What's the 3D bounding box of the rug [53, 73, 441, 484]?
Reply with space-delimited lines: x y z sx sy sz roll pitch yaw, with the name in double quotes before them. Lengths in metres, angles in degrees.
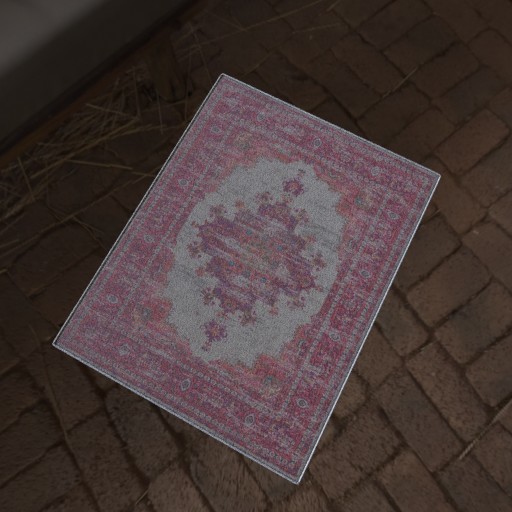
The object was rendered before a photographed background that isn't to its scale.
"rug" 0.000 0.000 4.120 2.447 0.017 3.123 27 78 6
